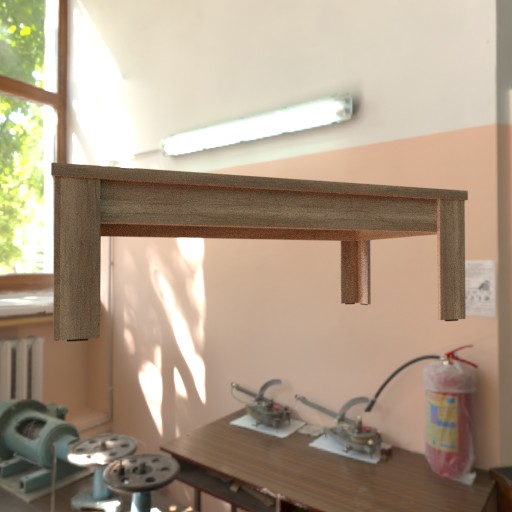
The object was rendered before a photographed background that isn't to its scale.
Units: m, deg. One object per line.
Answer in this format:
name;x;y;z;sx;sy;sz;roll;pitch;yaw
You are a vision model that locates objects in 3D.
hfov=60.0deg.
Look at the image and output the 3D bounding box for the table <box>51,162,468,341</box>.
table;0.000;0.000;1.679;1.350;0.460;0.700;0;-1;-19
